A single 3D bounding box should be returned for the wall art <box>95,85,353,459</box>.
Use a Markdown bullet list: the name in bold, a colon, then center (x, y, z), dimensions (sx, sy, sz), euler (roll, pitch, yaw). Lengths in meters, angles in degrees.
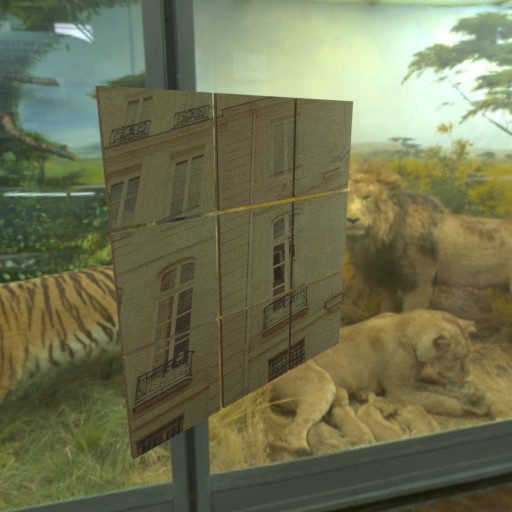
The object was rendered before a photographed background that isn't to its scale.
- **wall art**: center (0.000, 0.000, 1.787), dimensions (1.221, 1.218, 0.024), euler (-16, 23, -42)
